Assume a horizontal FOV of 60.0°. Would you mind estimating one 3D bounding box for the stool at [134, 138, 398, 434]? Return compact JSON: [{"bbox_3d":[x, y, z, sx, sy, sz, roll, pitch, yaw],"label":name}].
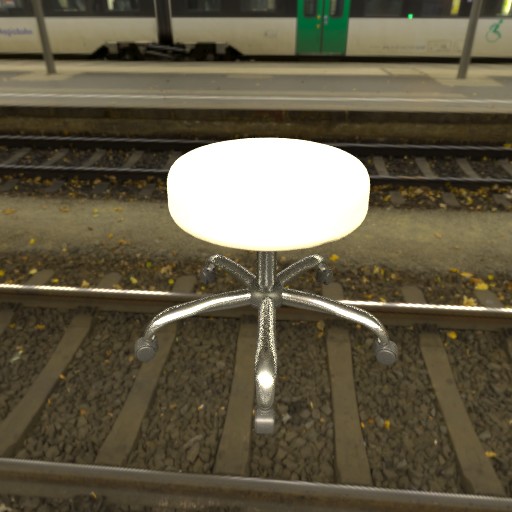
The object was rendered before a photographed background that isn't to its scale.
[{"bbox_3d":[0.000,0.000,1.044,0.614,0.482,0.634,-8,31,-14],"label":"stool"}]
